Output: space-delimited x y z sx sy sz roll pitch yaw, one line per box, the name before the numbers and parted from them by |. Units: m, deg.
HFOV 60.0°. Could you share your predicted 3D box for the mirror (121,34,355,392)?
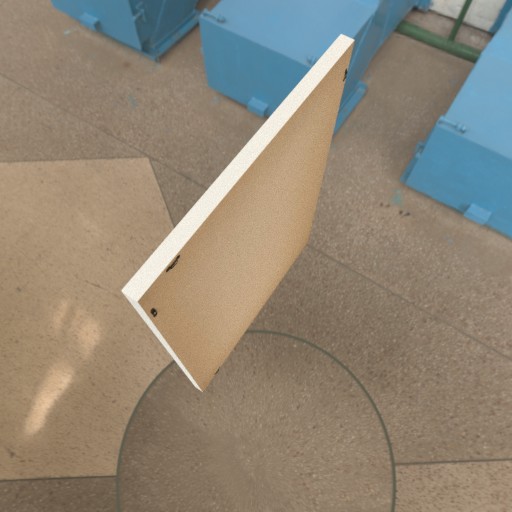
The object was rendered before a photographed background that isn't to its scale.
mirror | 0.000 0.000 1.342 0.041 1.016 0.762 31 69 14
